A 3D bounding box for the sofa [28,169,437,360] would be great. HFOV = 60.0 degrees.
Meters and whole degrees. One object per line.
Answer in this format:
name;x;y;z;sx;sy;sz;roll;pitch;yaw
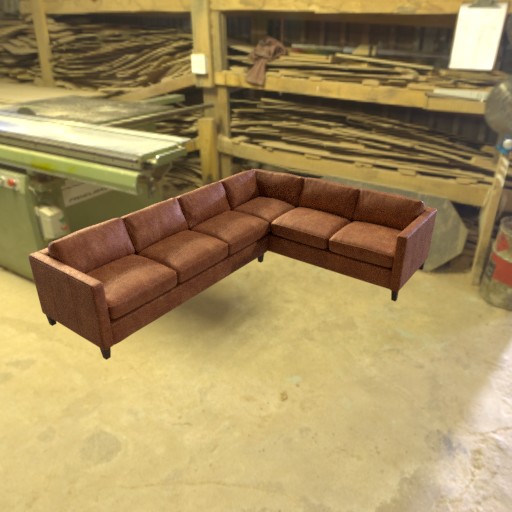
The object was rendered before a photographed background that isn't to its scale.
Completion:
sofa;0.000;0.000;4.296;2.438;0.838;3.167;18;32;32
